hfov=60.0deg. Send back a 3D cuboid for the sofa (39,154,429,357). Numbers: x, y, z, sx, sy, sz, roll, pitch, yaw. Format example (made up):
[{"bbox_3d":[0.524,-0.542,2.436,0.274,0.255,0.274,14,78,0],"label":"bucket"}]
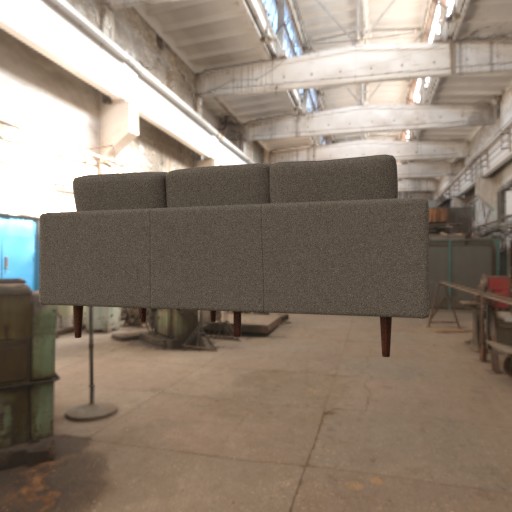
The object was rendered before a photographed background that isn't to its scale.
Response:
[{"bbox_3d":[0.000,0.000,2.972,2.055,0.957,1.667,0,-1,17],"label":"sofa"}]
